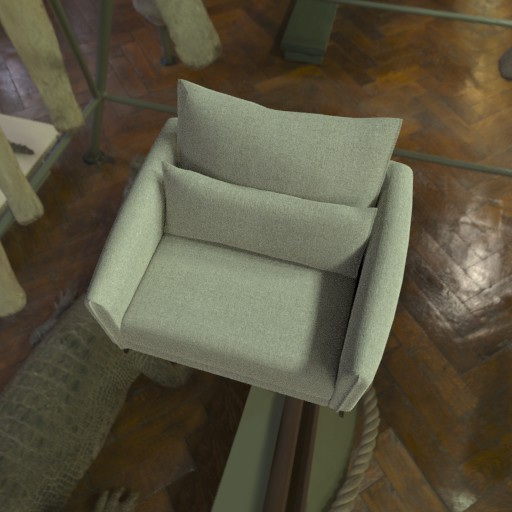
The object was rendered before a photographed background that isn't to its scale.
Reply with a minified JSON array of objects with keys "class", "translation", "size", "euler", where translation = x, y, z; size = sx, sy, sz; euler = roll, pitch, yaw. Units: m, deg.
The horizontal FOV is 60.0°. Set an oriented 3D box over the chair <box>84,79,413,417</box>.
[{"class":"chair","translation":[0.000,0.000,1.630],"size":[1.029,0.856,0.801],"euler":[14,58,9]}]
